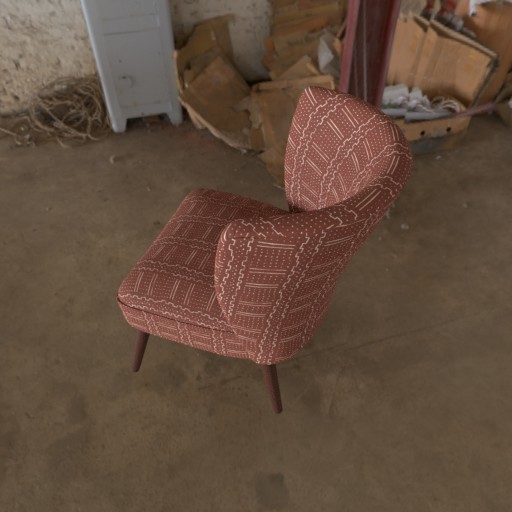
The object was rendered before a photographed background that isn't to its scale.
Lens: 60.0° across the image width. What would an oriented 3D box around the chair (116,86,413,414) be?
[{"bbox_3d":[0.000,0.000,1.396,0.758,0.866,0.706,14,47,13],"label":"chair"}]
